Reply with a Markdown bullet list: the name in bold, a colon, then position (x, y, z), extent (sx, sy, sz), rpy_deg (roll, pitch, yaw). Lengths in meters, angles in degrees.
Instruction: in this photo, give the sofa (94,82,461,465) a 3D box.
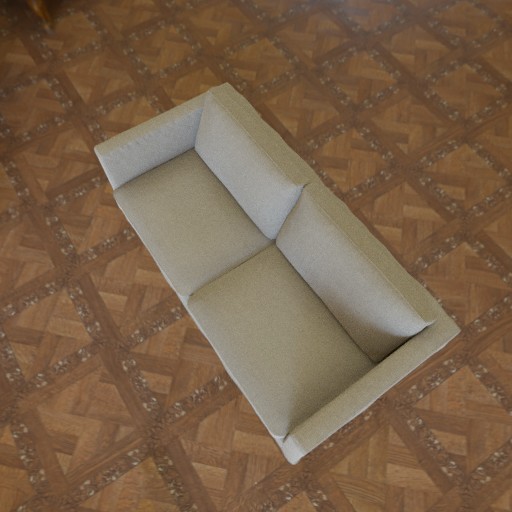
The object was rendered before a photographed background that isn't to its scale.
- **sofa**: position (0.000, 0.000, 2.516), extent (0.956, 0.847, 1.987), rpy_deg (-32, 67, -15)
